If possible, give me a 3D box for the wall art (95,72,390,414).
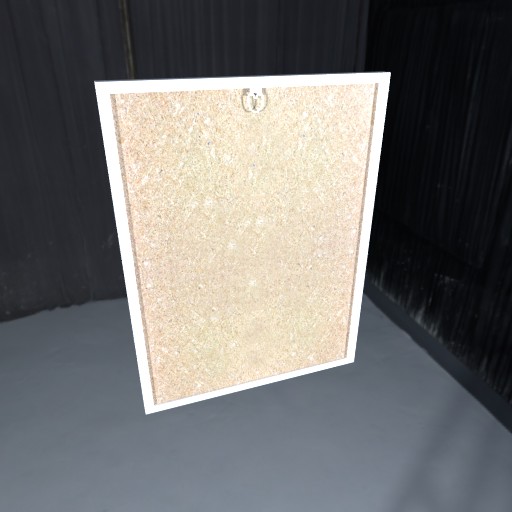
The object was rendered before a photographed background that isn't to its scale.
[{"bbox_3d":[0.000,0.000,1.401,0.805,1.056,0.042,-9,28,-17],"label":"wall art"}]
